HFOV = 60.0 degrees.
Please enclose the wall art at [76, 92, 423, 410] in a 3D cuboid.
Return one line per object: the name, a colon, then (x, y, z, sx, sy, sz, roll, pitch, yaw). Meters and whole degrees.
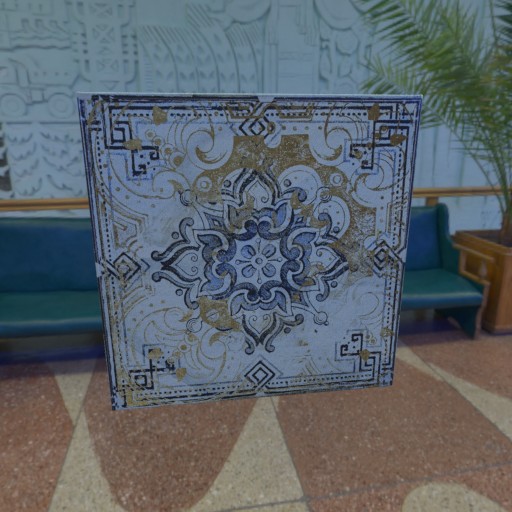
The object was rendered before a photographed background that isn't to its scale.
wall art: (0.000, 0.000, 0.446, 0.302, 0.306, 0.038, -2, 17, -8)
